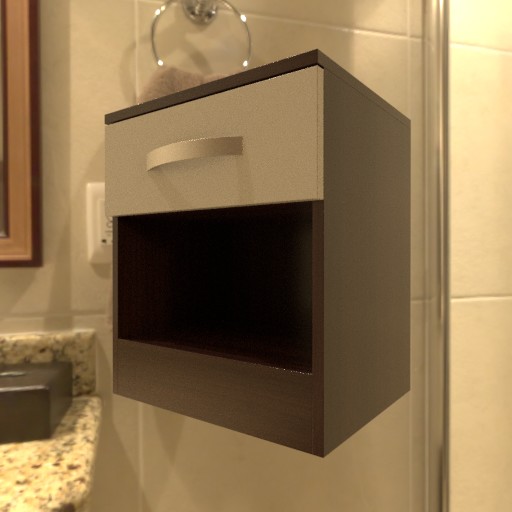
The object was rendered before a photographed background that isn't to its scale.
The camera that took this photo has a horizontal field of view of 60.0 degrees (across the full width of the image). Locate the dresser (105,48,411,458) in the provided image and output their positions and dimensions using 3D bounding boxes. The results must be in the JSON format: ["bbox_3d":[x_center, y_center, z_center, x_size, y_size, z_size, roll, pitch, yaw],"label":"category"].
[{"bbox_3d":[0.000,0.000,0.742,0.400,0.470,0.360,0,0,37],"label":"dresser"}]
